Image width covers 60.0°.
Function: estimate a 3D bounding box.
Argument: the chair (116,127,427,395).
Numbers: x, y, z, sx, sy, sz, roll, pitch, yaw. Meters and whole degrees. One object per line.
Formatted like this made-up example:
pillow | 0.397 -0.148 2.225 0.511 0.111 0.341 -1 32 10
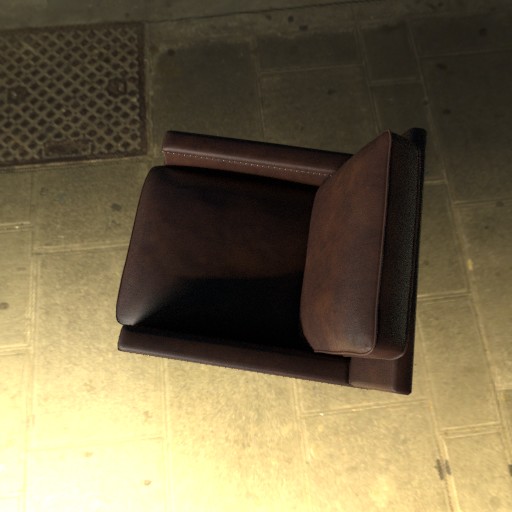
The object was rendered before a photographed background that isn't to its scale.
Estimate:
chair | 0.000 0.000 1.689 1.014 0.929 0.853 8 76 2
